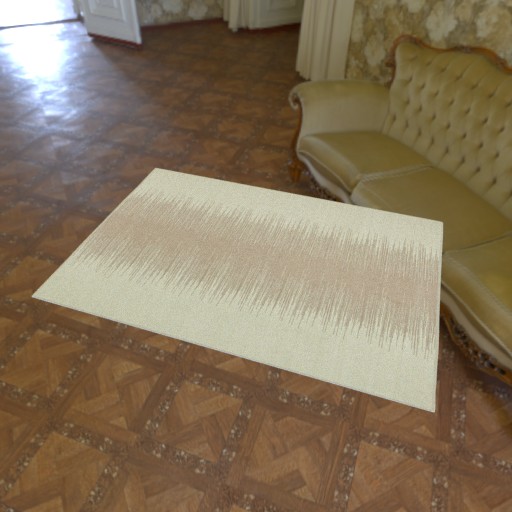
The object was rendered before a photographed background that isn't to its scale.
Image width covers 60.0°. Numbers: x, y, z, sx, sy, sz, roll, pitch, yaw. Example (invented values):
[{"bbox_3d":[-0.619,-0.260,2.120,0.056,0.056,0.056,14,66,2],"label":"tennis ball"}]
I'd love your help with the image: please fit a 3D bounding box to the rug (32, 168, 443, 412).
[{"bbox_3d":[0.000,0.000,2.325,1.850,0.006,1.234,13,44,14],"label":"rug"}]
